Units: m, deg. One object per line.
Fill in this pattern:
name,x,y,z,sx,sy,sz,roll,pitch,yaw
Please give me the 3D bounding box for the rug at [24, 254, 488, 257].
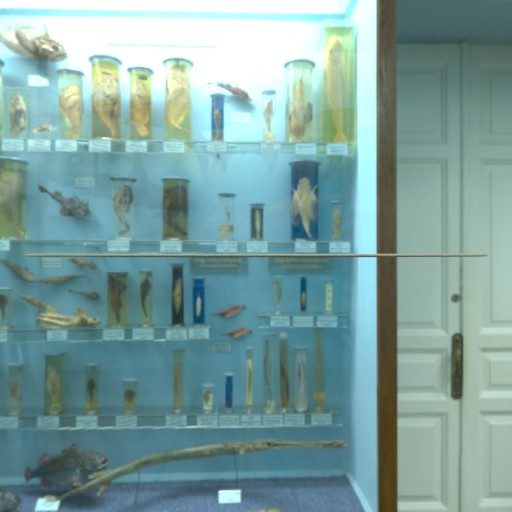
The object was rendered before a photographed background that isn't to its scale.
rug,0.000,0.000,4.120,3.039,0.018,2.462,0,0,-1
